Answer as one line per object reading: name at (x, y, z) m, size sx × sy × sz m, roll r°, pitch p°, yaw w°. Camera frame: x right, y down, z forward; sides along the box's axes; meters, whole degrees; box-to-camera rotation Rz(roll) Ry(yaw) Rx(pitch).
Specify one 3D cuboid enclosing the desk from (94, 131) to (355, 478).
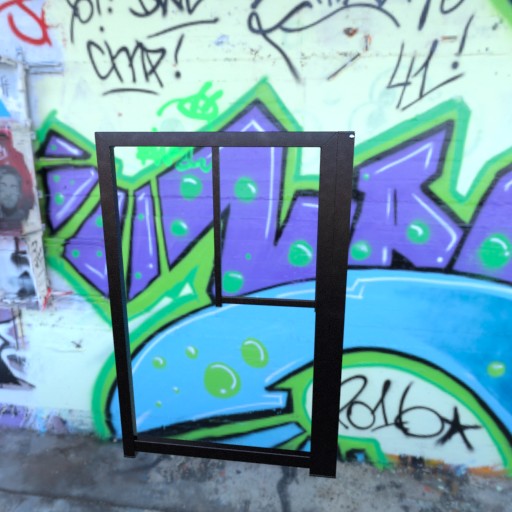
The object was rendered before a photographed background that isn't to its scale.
desk at (0.000, 0.000, 1.427) m, size 0.508 × 0.762 × 1.016 m, roll 2°, pitch 15°, yaw 8°
